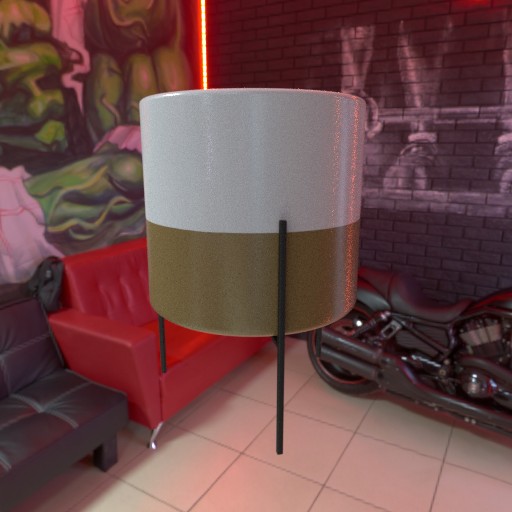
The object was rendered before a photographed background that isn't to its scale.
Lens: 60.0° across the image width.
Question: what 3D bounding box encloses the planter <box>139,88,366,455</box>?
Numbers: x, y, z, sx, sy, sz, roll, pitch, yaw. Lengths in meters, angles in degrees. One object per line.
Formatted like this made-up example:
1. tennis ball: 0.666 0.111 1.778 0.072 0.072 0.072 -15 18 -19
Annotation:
1. planter: 0.000 0.000 0.653 0.310 0.432 0.310 -7 15 -26
